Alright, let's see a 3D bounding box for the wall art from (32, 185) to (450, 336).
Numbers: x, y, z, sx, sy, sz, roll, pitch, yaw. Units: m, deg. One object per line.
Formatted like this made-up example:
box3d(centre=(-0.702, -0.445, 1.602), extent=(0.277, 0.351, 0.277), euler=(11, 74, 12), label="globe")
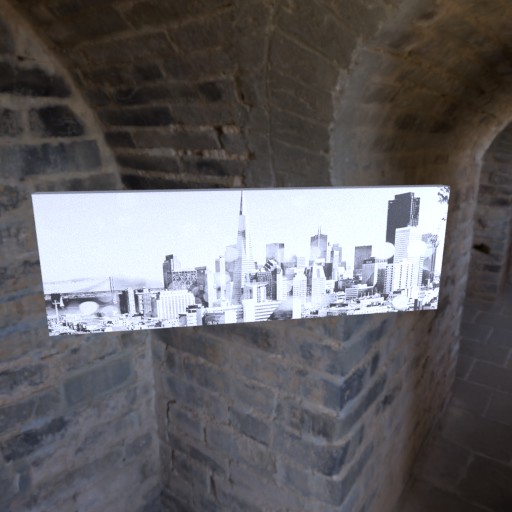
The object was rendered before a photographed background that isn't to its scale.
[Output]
box3d(centre=(0.000, 0.000, 0.851), extent=(0.766, 0.256, 0.036), euler=(-3, 15, -10), label="wall art")
